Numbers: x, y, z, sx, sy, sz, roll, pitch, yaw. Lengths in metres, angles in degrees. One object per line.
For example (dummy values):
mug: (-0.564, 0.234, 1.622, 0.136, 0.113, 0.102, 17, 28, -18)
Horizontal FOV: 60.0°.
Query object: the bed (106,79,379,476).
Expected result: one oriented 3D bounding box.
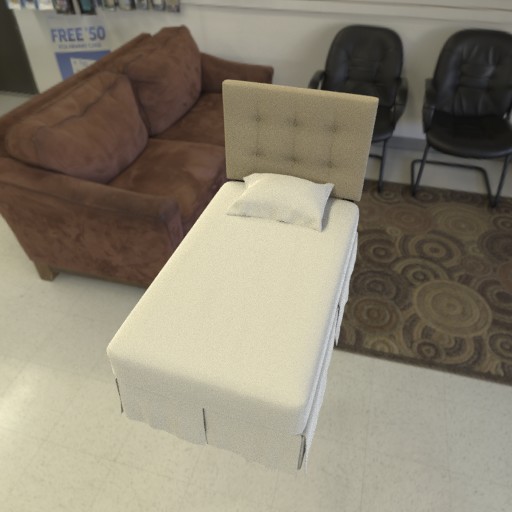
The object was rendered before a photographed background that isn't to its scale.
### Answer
bed: (0.000, 0.000, 2.974, 1.261, 1.571, 1.997, 12, 43, 14)
